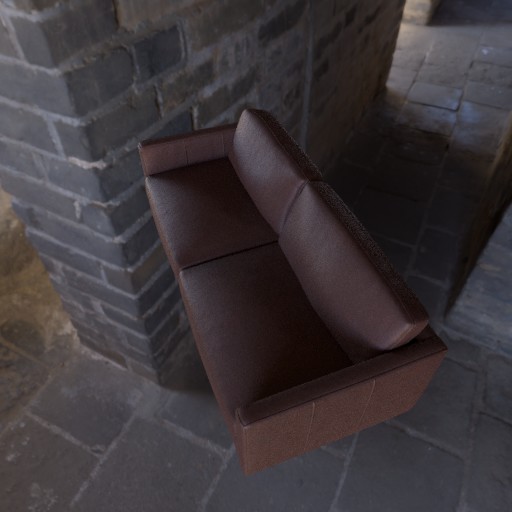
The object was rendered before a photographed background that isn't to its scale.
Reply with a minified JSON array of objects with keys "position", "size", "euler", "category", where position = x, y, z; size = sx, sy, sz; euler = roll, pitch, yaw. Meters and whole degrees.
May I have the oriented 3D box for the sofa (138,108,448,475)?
[{"position":[0.000,0.000,2.452],"size":[0.923,0.863,1.971],"euler":[-16,49,-14],"category":"sofa"}]
